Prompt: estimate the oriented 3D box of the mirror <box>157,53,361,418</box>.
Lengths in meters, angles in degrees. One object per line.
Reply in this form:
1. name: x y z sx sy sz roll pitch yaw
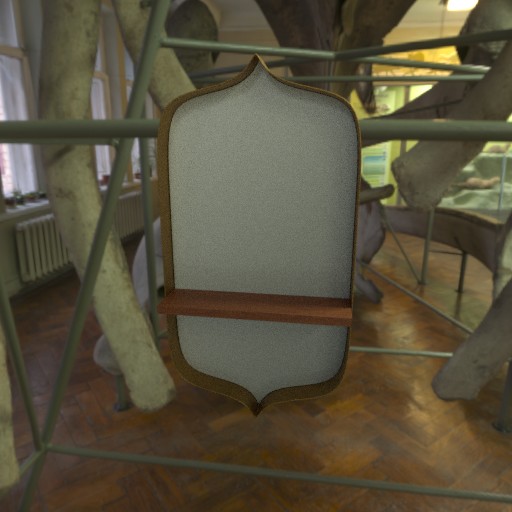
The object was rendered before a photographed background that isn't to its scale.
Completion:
1. mirror: 0.000 0.000 0.729 0.323 0.613 0.096 3 16 9
